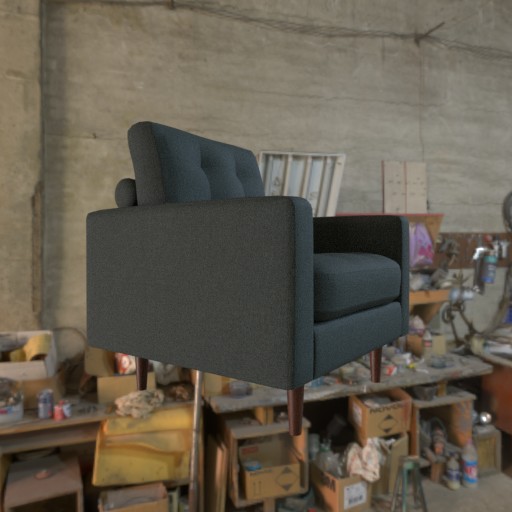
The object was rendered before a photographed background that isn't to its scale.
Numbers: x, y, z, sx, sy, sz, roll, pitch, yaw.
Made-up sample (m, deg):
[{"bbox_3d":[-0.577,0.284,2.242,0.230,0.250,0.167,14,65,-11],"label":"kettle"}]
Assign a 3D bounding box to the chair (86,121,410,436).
[{"bbox_3d":[0.000,0.000,1.514,0.843,0.880,0.821,1,1,36],"label":"chair"}]
